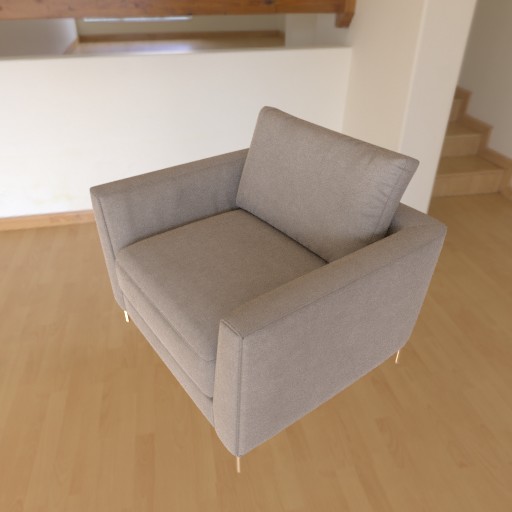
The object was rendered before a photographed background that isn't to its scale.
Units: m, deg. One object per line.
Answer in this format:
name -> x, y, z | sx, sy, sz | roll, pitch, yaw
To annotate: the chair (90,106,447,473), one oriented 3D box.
chair -> 0.000, 0.000, 1.665 | 0.889, 0.864, 1.041 | -22, 39, -30
